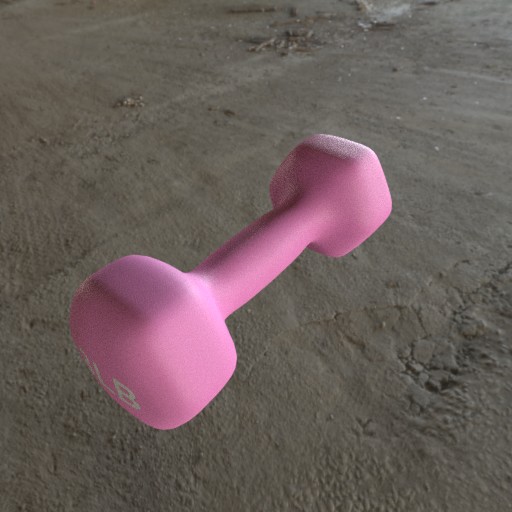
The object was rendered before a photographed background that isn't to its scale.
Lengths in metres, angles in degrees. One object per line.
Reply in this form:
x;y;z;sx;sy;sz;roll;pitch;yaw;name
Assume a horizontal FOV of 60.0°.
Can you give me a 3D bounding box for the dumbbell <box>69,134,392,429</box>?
0.000;0.000;0.192;0.064;0.058;0.159;27;47;29;dumbbell
